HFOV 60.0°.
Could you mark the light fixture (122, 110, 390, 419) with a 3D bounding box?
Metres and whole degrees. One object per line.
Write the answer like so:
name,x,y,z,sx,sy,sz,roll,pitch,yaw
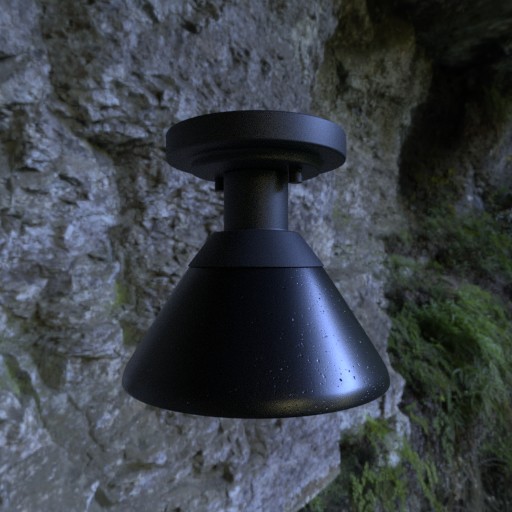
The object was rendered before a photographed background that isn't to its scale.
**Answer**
light fixture,0.000,0.000,0.347,0.200,0.183,0.200,0,-1,0
